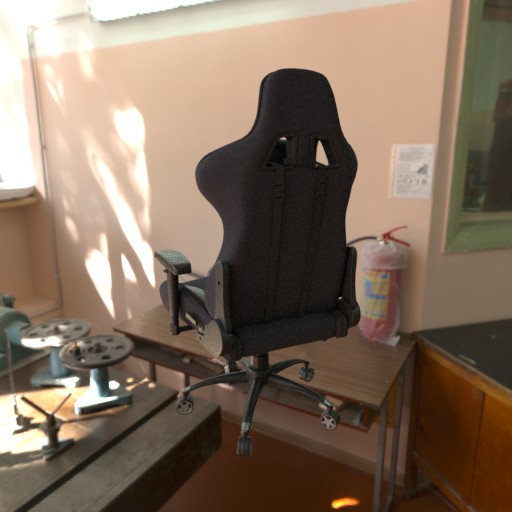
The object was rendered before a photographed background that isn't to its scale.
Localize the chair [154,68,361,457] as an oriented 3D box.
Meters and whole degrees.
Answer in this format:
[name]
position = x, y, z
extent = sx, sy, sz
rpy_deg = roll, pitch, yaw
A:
[chair]
position = 0.000, 0.000, 1.758
extent = 0.730, 1.300, 0.695
rpy_deg = -7, 15, -25
